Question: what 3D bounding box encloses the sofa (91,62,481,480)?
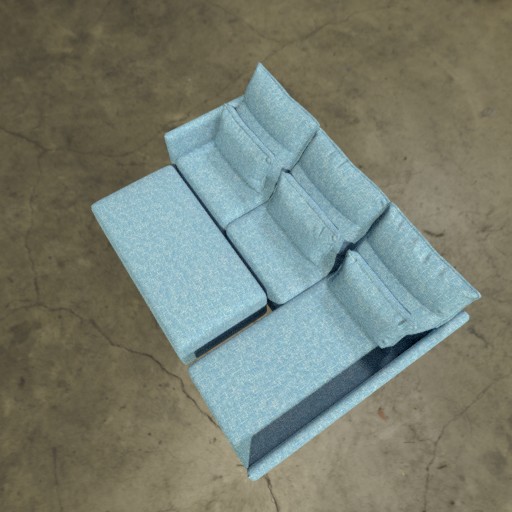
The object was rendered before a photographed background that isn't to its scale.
[{"bbox_3d":[0.000,0.000,2.716,1.420,0.899,2.034,-31,68,-14],"label":"sofa"}]
